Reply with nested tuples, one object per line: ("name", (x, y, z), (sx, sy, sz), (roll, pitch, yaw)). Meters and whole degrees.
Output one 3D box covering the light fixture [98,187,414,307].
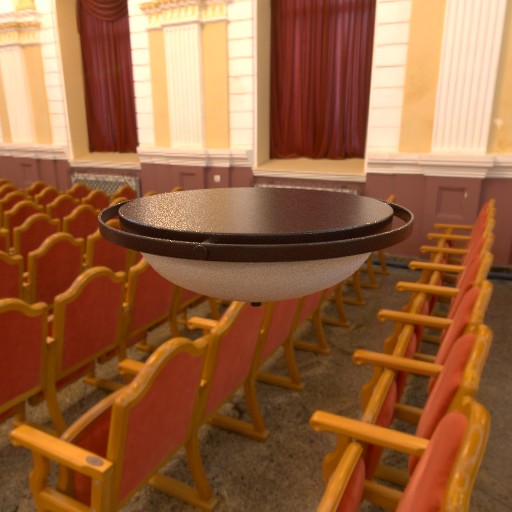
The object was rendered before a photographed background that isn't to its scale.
("light fixture", (0.000, 0.000, 0.551), (0.361, 0.130, 0.361), (0, 16, 0))
